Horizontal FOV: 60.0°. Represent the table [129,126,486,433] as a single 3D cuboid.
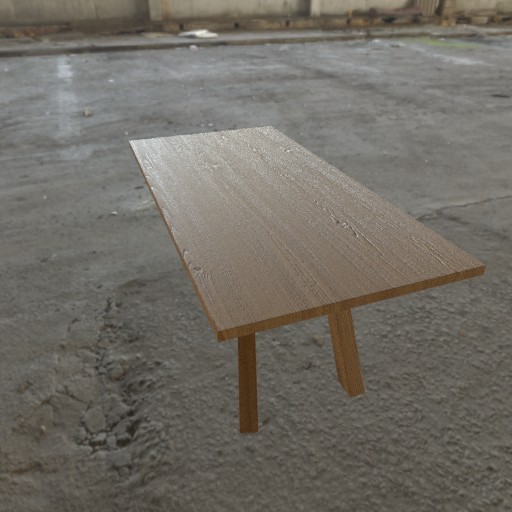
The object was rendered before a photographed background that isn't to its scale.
[{"bbox_3d":[0.000,0.000,2.200,0.901,0.750,1.797,-11,33,-18],"label":"table"}]
